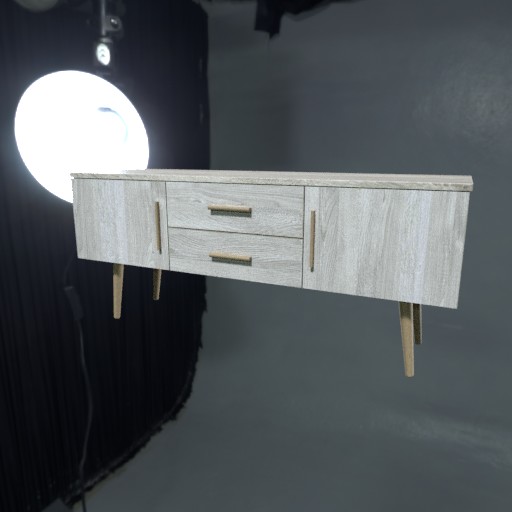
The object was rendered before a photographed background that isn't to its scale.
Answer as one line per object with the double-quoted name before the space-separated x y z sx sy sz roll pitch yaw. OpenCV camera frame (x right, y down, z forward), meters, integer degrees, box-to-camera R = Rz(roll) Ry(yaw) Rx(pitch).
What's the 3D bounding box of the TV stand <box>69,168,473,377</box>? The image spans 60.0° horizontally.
"TV stand" 0.000 0.000 1.553 1.313 0.565 0.401 6 15 24
